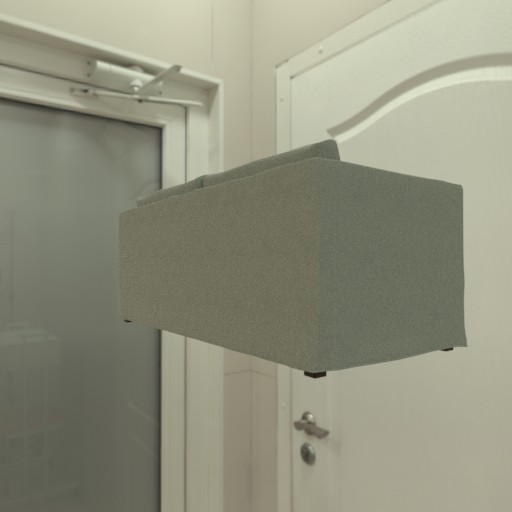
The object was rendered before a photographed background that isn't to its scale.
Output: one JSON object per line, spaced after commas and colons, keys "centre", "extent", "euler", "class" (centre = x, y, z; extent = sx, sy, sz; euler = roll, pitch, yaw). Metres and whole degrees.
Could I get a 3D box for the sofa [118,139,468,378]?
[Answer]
{"centre": [0.000, 0.000, 2.510], "extent": [0.940, 0.870, 1.987], "euler": [1, -1, -36], "class": "sofa"}
